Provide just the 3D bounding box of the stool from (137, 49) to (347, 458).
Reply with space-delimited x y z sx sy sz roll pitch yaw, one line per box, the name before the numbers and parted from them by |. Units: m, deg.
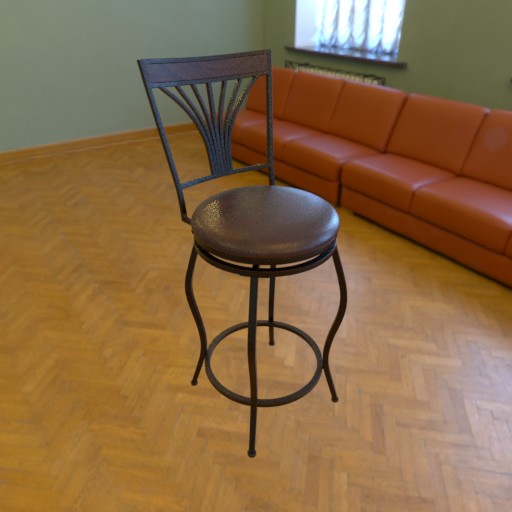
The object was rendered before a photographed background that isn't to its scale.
stool | 0.000 0.000 1.381 0.433 1.117 0.514 -20 36 -31
